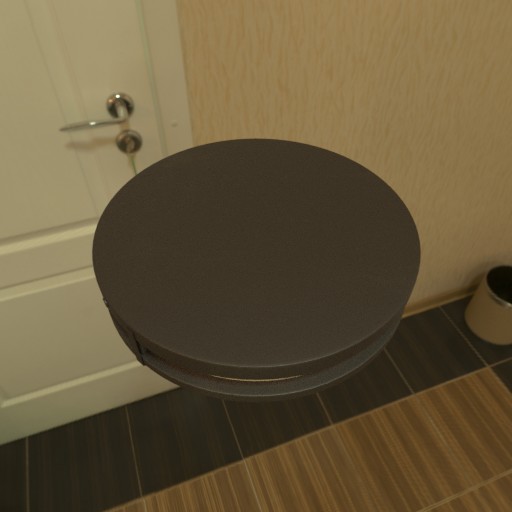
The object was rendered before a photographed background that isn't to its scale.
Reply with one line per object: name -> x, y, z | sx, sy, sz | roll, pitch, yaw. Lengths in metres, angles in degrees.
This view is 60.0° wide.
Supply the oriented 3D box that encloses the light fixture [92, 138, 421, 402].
light fixture -> 0.000, 0.000, 0.528 | 0.356, 0.102, 0.356 | 0, 46, 0
